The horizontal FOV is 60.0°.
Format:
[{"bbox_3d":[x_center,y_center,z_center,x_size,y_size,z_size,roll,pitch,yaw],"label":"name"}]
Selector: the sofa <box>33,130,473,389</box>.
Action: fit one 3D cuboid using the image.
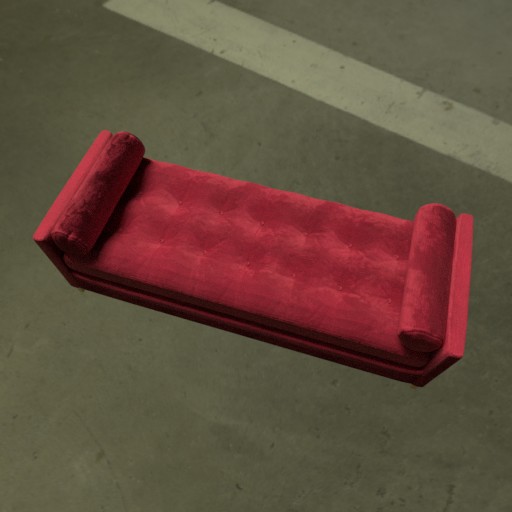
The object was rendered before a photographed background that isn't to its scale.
[{"bbox_3d":[0.000,0.000,2.464,2.102,0.705,0.796,15,61,8],"label":"sofa"}]
